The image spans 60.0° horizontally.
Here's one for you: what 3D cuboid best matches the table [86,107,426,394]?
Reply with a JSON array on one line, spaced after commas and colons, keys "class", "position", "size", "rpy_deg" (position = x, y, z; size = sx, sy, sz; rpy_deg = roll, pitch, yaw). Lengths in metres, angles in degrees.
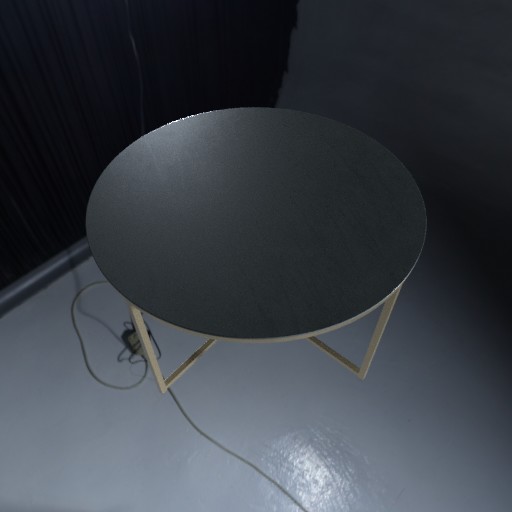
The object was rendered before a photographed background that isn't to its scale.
[{"class": "table", "position": [0.000, 0.000, 1.242], "size": [0.800, 0.450, 0.800], "rpy_deg": [0, 48, 0]}]
